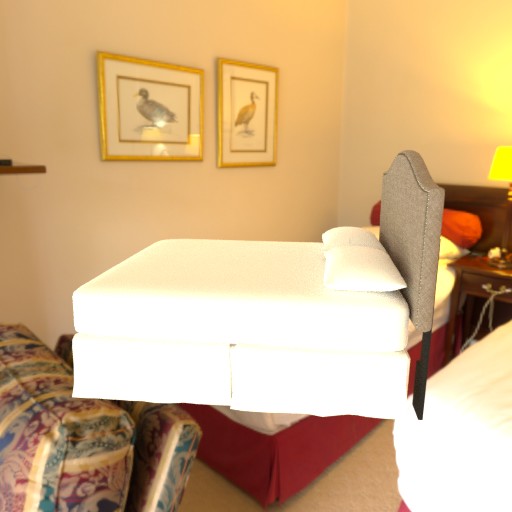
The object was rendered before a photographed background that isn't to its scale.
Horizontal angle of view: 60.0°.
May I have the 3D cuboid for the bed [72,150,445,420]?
[{"bbox_3d":[0.000,0.000,3.260,2.153,1.518,1.713,2,14,8],"label":"bed"}]
